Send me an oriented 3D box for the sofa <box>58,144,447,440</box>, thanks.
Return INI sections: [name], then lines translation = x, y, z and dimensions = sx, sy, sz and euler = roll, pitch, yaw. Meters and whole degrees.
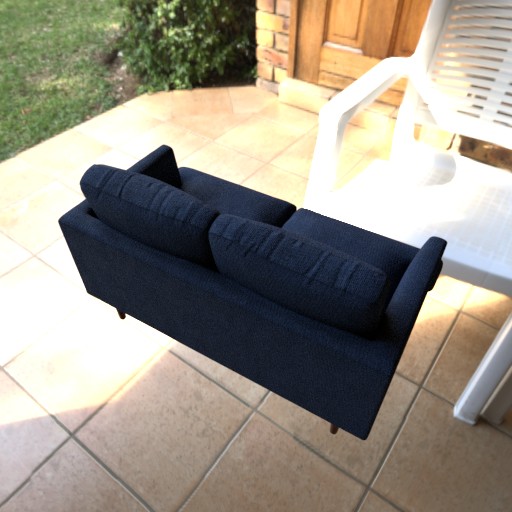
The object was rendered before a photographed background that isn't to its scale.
[sofa]
translation = 0.000, 0.000, 2.127
dimensions = 1.582, 0.944, 0.903
euler = 22, 49, 21
